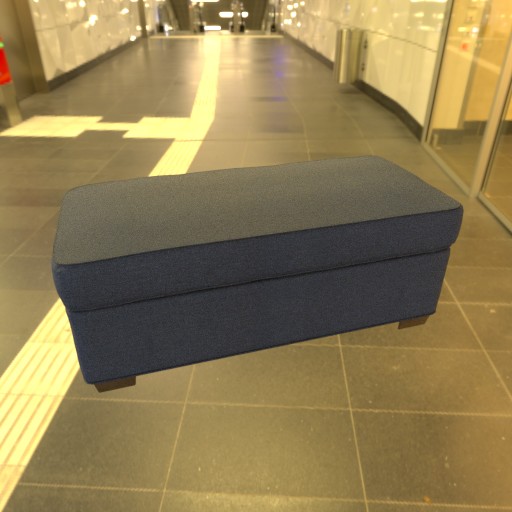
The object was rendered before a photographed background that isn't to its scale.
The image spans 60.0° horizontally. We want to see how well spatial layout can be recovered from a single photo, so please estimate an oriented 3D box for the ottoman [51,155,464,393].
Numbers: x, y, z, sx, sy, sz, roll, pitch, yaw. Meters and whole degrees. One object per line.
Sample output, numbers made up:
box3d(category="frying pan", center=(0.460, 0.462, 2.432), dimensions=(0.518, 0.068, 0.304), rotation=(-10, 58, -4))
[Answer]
box3d(category="ottoman", center=(0.000, 0.000, 1.408), dimensions=(1.110, 0.460, 0.515), rotation=(-9, 32, -14))
